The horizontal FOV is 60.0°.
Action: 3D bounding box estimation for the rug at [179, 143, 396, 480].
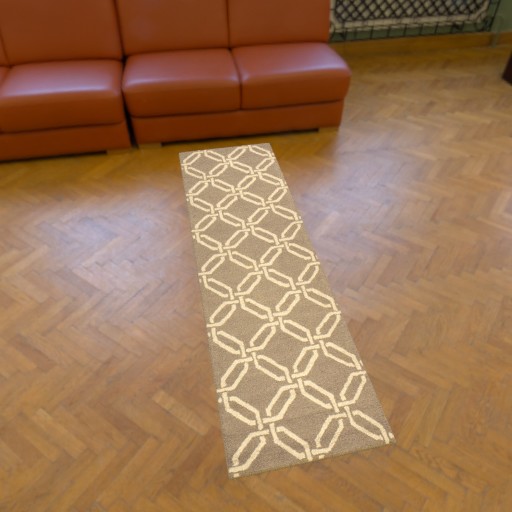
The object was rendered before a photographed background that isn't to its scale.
[{"bbox_3d":[0.000,0.000,2.500,0.678,0.014,2.276,-8,46,-8],"label":"rug"}]
